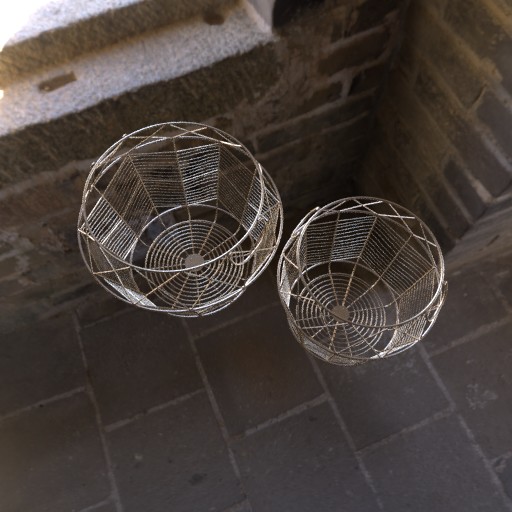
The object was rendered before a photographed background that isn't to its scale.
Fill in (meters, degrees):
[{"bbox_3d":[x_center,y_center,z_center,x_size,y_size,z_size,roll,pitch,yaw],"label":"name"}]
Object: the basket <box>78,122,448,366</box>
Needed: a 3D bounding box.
[{"bbox_3d":[0.000,0.000,1.019,0.805,0.343,0.451,19,65,9],"label":"basket"}]
